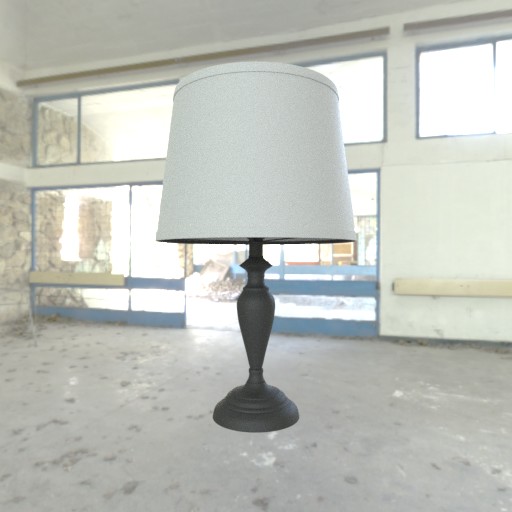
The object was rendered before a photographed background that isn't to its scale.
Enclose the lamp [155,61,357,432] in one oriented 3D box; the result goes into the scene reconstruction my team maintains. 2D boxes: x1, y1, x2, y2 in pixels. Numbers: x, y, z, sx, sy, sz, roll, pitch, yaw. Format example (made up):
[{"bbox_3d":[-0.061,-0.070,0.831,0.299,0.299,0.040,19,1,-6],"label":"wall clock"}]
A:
[{"bbox_3d":[0.000,0.000,0.696,0.310,0.501,0.310,0,0,0],"label":"lamp"}]
